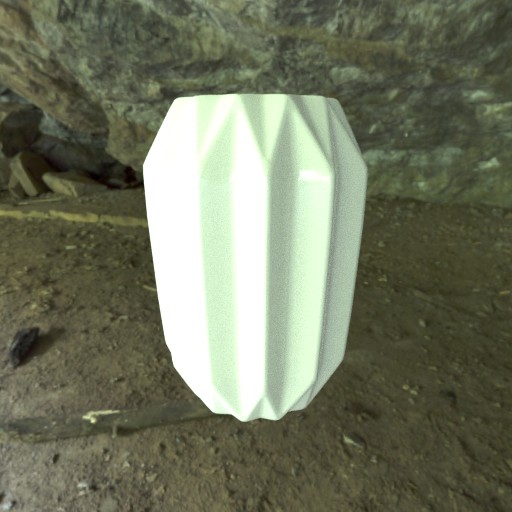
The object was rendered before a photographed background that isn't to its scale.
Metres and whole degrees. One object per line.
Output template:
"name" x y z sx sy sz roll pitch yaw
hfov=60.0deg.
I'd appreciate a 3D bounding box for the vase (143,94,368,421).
"vase" 0.000 0.000 0.411 0.195 0.275 0.195 0 16 0
